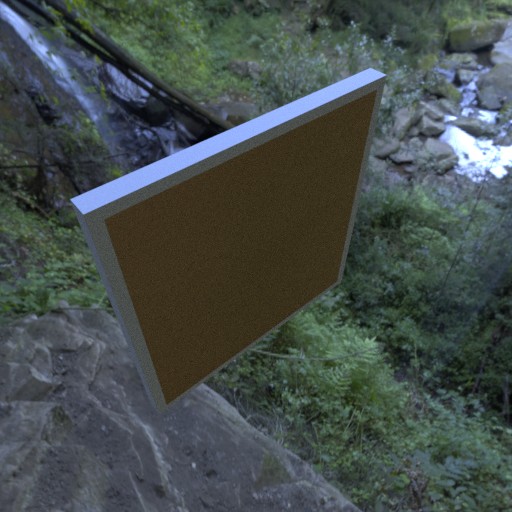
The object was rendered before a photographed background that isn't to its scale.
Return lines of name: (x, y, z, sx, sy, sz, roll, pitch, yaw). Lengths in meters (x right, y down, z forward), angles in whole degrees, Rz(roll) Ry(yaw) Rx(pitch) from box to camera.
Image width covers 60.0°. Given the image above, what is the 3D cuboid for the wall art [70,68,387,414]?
wall art: (0.000, 0.000, 0.469, 0.307, 0.307, 0.020, -32, 55, -26)
